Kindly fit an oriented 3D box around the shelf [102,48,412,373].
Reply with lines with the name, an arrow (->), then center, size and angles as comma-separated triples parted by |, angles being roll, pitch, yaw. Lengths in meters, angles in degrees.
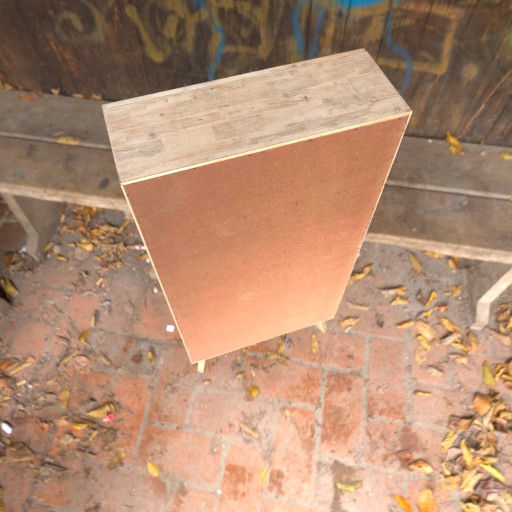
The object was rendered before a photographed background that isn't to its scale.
shelf -> 0.000, 0.000, 1.766 | 0.748, 1.471, 0.308 | -16, 60, -10
